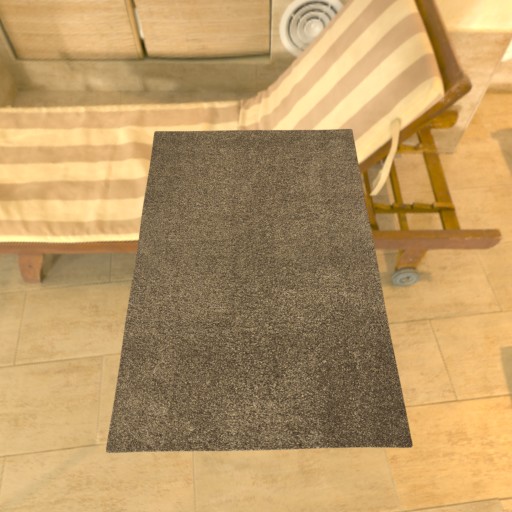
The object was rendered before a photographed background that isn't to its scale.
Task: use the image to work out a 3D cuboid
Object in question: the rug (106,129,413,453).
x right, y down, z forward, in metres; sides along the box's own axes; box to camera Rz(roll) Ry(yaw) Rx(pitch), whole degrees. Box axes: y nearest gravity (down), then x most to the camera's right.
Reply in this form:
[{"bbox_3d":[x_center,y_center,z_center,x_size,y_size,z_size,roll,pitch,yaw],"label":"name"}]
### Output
[{"bbox_3d":[0.000,0.000,3.321,1.802,0.026,2.699,-1,58,-1],"label":"rug"}]
